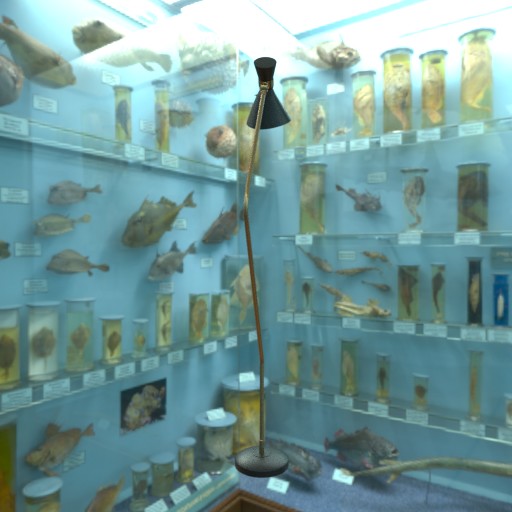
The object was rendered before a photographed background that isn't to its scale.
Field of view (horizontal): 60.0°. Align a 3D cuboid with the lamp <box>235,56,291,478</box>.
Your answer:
[{"bbox_3d":[0.000,0.000,1.574,0.277,1.438,0.467,0,1,36],"label":"lamp"}]
